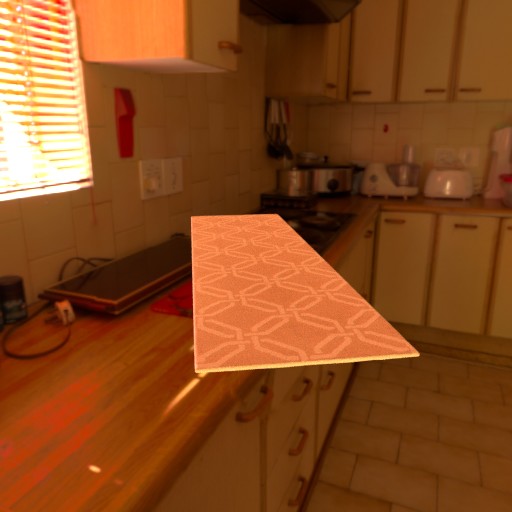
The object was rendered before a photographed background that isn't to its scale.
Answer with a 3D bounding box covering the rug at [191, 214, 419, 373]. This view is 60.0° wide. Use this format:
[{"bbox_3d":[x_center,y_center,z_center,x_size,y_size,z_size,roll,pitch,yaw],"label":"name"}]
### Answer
[{"bbox_3d":[0.000,0.000,2.378,0.678,0.014,2.276,-2,16,-8],"label":"rug"}]
